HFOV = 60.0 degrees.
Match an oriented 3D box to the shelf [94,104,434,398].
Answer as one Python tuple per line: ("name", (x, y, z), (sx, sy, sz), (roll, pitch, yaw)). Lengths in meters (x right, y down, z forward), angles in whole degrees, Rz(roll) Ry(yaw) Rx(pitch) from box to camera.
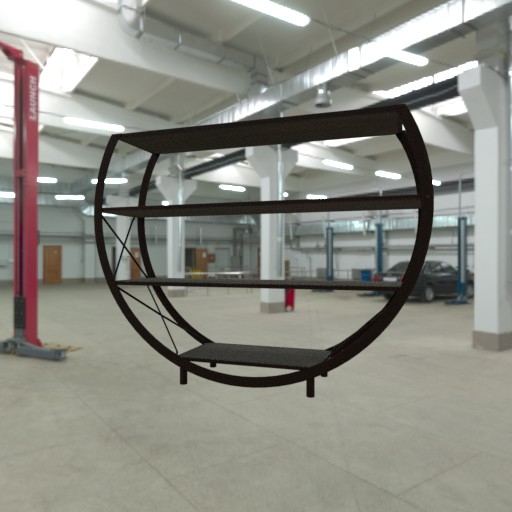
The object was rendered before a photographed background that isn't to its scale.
("shelf", (0.000, 0.000, 1.902), (1.403, 1.063, 0.344), (0, 0, 18))
